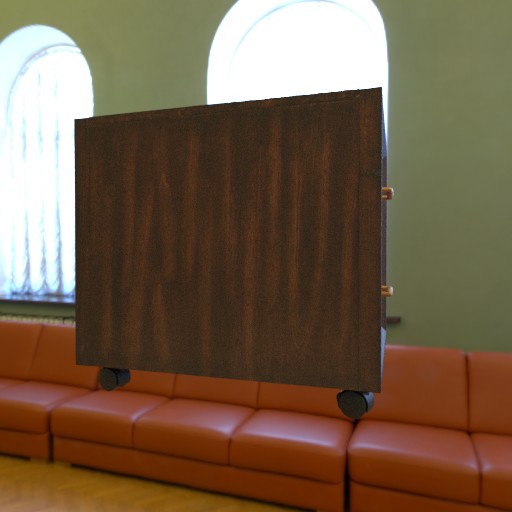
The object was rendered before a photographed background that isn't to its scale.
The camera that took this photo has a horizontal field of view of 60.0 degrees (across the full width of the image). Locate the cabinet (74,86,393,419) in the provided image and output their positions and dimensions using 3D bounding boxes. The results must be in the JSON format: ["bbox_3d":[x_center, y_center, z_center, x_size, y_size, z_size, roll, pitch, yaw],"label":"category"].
[{"bbox_3d":[0.000,0.000,0.848,0.500,0.455,0.402,0,1,17],"label":"cabinet"}]
